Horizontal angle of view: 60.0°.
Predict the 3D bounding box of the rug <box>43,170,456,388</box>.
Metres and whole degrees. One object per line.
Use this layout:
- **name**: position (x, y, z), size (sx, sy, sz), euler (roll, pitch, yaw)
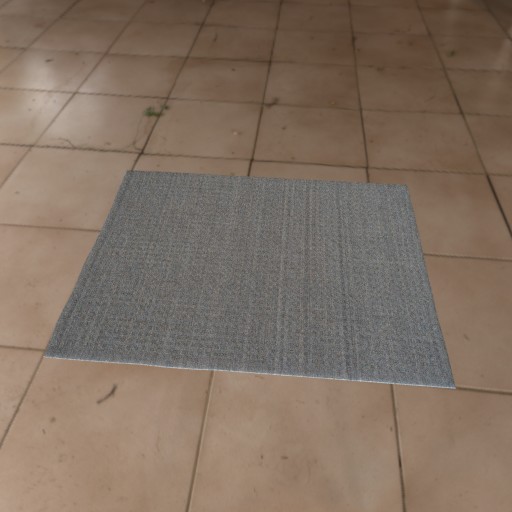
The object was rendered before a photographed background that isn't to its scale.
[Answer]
- **rug**: position (0.000, 0.000, 4.222), size (3.200, 0.007, 2.443), euler (4, 48, 3)
